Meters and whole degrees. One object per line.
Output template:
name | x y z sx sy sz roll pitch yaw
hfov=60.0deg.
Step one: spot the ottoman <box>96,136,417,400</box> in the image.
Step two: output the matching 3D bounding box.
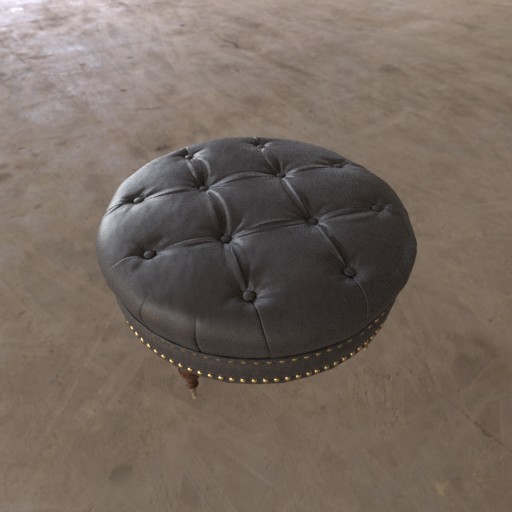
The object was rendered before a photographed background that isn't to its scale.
ottoman | 0.000 0.000 1.365 0.901 0.439 0.901 0 41 0
